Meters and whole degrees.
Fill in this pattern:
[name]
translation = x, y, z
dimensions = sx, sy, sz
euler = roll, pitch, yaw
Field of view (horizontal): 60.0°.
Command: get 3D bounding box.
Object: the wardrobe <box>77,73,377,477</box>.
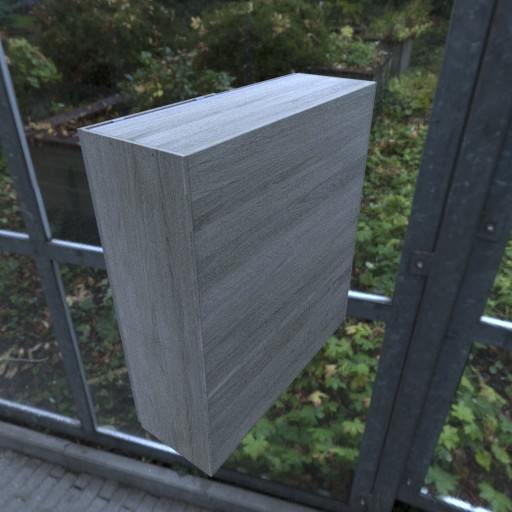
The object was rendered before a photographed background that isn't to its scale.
[wardrobe]
translation = 0.000, 0.000, 2.884
dimensions = 0.629, 1.960, 1.780
euler = 20, 37, 30
